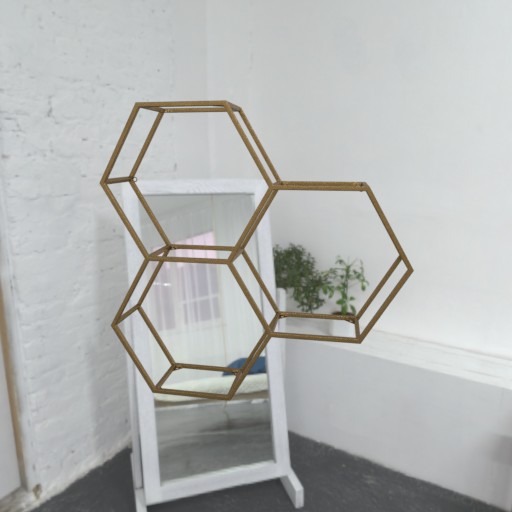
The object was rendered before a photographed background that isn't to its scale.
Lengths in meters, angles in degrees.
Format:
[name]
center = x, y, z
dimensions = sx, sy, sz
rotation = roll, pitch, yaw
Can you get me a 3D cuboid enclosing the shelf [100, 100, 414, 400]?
[shelf]
center = 0.000, 0.000, 1.073
dimensions = 0.708, 0.701, 0.150
rotation = 2, 13, 10
